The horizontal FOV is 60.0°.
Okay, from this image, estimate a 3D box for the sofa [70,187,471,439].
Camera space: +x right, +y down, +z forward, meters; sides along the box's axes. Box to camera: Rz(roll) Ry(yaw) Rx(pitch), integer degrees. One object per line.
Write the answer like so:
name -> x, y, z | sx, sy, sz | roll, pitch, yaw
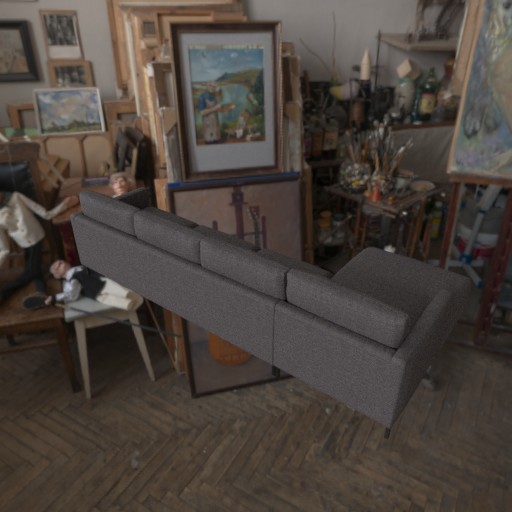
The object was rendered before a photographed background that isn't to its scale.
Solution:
sofa -> 0.000, 0.000, 3.248 | 2.731, 0.754, 1.258 | 21, 36, 31
